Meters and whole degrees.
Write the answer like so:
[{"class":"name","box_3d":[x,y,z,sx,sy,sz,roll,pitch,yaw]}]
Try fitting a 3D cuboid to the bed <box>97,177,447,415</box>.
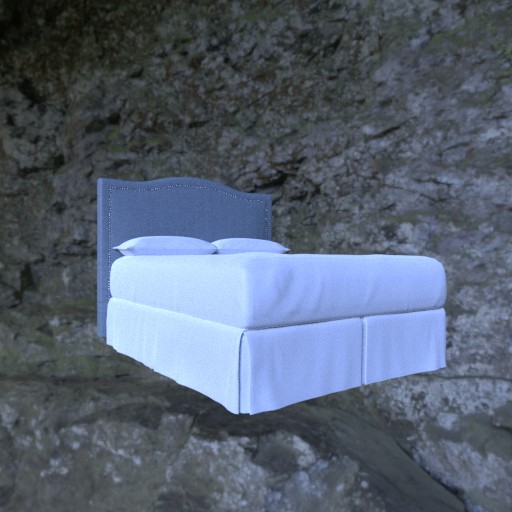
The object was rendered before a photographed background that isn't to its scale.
[{"class":"bed","box_3d":[0.000,0.000,3.303,1.753,1.460,2.143,0,0,-35]}]
